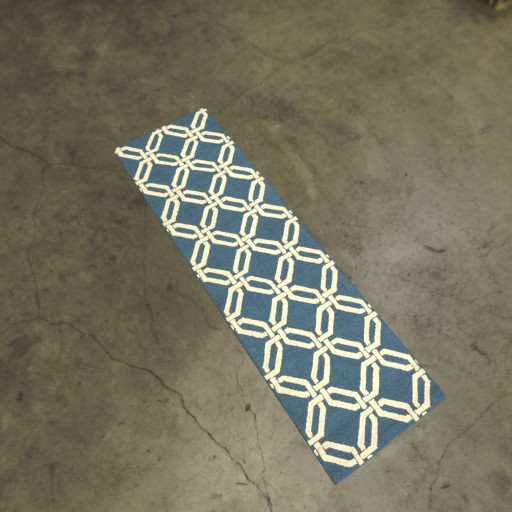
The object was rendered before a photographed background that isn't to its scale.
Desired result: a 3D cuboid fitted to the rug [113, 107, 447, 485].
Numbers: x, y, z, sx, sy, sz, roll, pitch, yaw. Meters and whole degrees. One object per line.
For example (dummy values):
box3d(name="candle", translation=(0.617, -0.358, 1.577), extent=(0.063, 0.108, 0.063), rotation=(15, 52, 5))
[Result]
box3d(name="rug", translation=(0.000, 0.000, 2.463), extent=(0.678, 0.014, 2.276), rotation=(-30, 66, -15))
